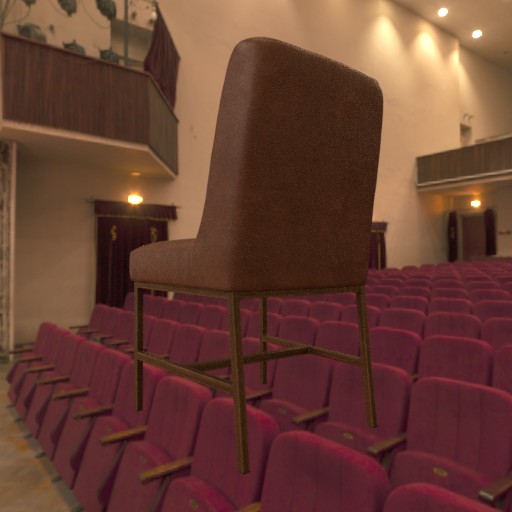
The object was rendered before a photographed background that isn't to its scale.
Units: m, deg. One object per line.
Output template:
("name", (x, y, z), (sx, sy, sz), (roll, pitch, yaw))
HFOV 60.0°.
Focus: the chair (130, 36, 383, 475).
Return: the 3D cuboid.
("chair", (0.000, 0.000, 1.218), (0.508, 0.889, 0.587), (1, -1, -37))
